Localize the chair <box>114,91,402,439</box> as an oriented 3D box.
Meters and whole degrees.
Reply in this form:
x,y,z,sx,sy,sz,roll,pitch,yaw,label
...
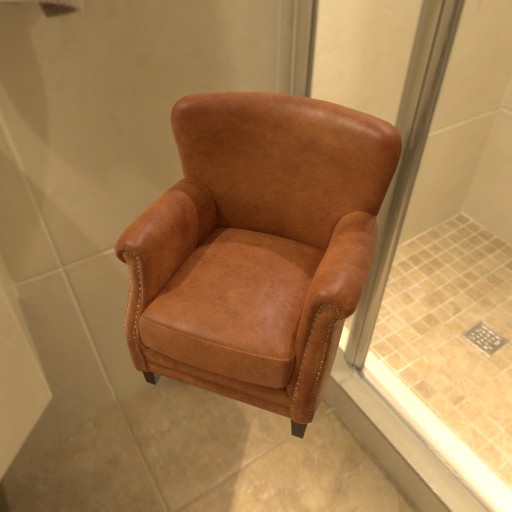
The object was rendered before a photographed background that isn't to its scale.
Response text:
x,y,z,sx,sy,sz,roll,pitch,yaw,label
0.000,0.000,1.687,0.861,0.936,0.921,14,43,15,chair
